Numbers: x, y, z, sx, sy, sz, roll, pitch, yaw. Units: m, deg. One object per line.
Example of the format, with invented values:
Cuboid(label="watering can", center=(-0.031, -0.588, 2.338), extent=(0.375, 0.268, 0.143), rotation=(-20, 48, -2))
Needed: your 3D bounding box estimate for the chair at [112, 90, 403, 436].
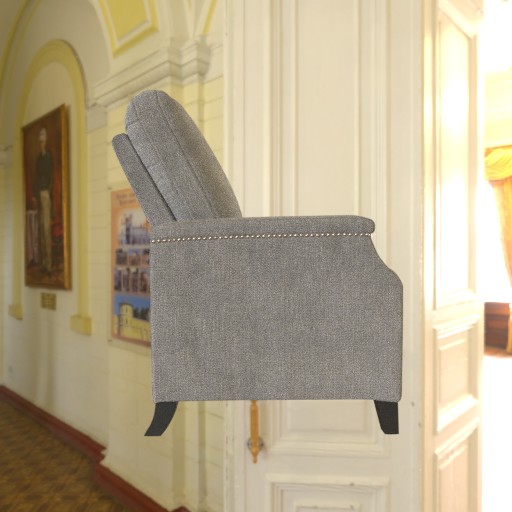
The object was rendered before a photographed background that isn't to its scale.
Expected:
Cuboid(label="chair", center=(0.000, 0.000, 1.637), extent=(0.922, 1.049, 0.710), rotation=(0, 1, -1))
